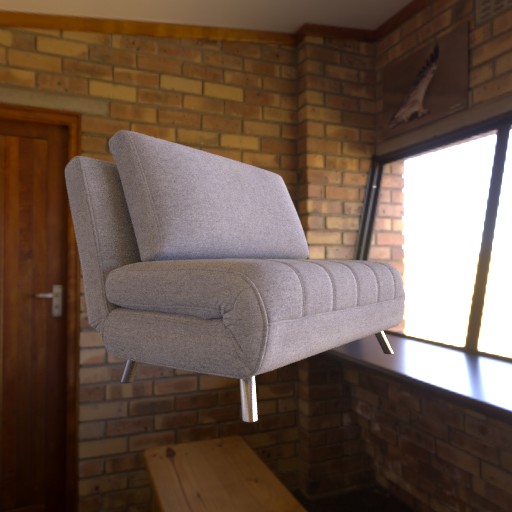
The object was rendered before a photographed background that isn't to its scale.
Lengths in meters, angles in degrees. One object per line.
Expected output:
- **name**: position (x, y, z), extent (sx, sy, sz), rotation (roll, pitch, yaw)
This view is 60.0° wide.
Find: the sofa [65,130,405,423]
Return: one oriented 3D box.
- **sofa**: position (0.000, 0.000, 1.871), extent (0.910, 0.910, 1.220), rotation (-1, -1, 36)
